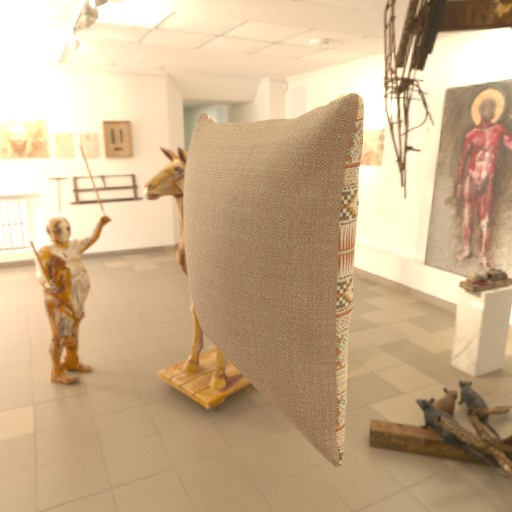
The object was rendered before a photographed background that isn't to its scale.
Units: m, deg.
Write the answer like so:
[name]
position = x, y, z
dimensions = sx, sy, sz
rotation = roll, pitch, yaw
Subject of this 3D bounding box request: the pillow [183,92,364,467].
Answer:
[pillow]
position = 0.000, 0.000, 0.797
dimensions = 0.215, 0.519, 0.521
rotation = -7, 16, -26
